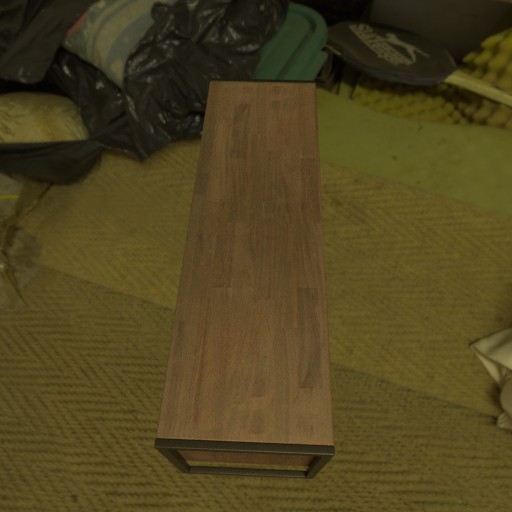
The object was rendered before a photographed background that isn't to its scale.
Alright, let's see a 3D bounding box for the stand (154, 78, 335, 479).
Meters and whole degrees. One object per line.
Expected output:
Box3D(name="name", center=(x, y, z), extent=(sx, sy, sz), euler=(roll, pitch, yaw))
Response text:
Box3D(name="stand", center=(0.000, 0.000, 1.714), extent=(0.454, 0.506, 1.480), euler=(2, 57, 1))
